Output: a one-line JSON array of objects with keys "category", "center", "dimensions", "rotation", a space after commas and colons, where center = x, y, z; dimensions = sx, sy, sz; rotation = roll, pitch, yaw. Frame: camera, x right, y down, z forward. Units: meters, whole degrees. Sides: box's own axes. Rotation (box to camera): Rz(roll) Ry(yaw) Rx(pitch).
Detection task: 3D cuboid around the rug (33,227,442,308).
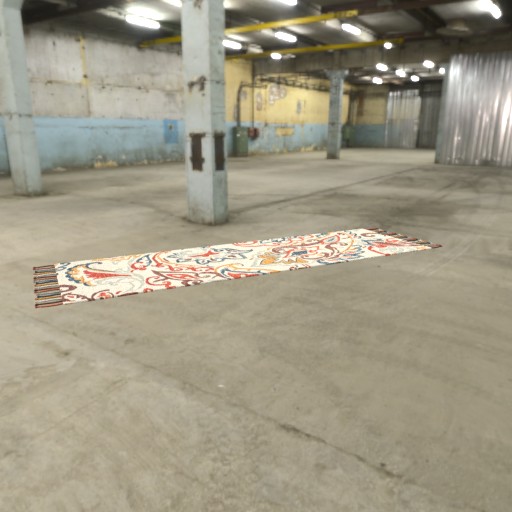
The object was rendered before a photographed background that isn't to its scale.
[{"category": "rug", "center": [0.000, 0.000, 2.970], "dimensions": [2.682, 0.015, 0.763], "rotation": [-7, 17, -26]}]
